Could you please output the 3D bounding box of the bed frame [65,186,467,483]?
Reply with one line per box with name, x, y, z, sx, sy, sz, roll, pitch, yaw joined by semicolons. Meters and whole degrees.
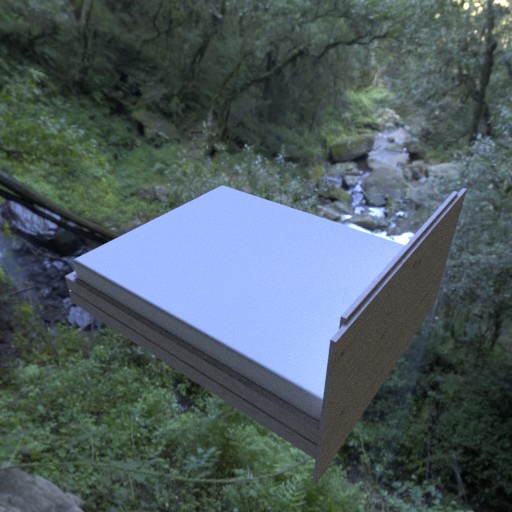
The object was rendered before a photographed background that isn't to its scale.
bed frame;0.000;0.000;3.045;2.080;0.970;1.750;22;39;30
